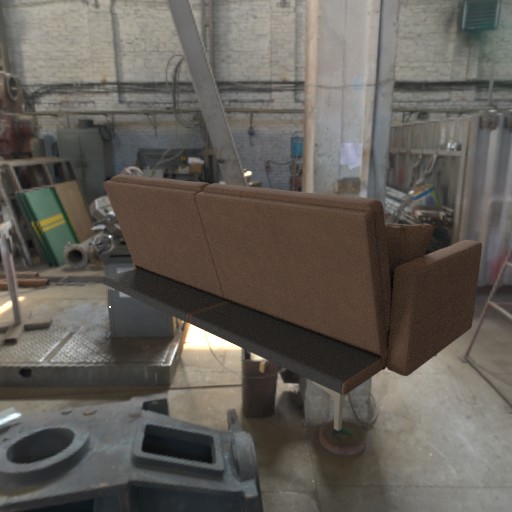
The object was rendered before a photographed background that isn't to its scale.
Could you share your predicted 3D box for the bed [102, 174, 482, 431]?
[{"bbox_3d":[0.000,0.000,2.301,0.889,0.787,1.905,-14,20,-43],"label":"bed"}]
